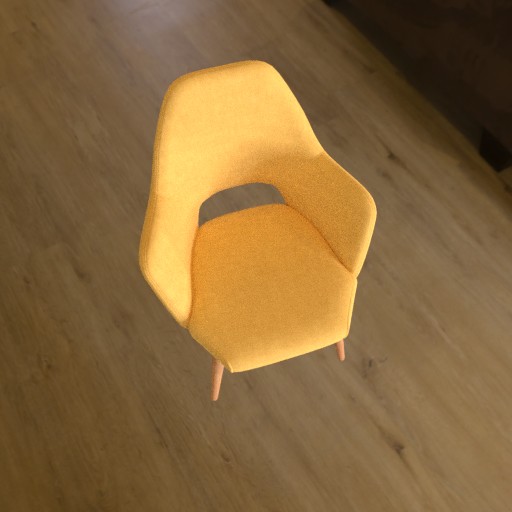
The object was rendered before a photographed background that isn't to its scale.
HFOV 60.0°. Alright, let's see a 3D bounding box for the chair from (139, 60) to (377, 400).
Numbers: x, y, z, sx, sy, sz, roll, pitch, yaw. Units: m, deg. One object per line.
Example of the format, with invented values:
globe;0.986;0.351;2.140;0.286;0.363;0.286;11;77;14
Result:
chair;0.000;0.000;1.268;0.590;0.840;0.610;-15;65;-7
